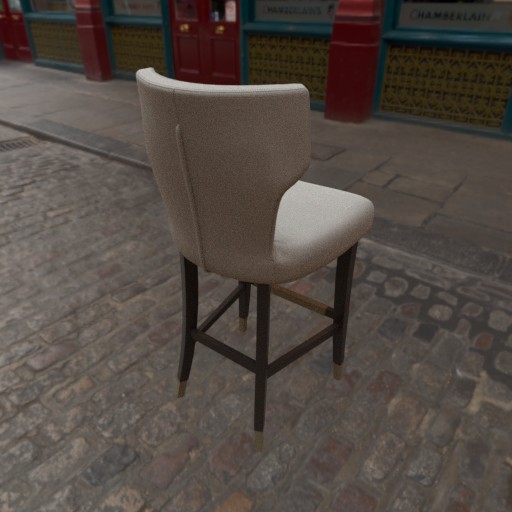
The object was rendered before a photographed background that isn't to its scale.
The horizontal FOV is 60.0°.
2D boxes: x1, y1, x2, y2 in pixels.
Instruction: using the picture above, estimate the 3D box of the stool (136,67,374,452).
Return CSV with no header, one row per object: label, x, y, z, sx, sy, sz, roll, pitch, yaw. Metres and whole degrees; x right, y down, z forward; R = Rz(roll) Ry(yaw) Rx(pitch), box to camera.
stool,0.000,0.000,1.387,0.526,1.092,0.563,21,36,32
